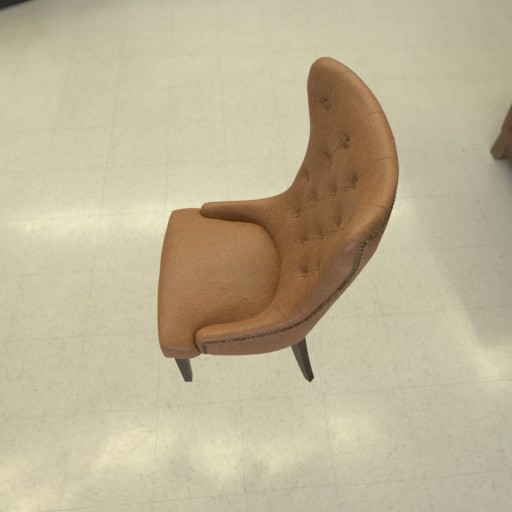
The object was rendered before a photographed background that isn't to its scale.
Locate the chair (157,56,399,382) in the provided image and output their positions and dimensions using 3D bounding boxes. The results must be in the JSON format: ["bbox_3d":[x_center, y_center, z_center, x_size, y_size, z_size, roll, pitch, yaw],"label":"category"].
[{"bbox_3d":[0.000,0.000,1.461,0.669,1.065,0.611,-2,58,-1],"label":"chair"}]
